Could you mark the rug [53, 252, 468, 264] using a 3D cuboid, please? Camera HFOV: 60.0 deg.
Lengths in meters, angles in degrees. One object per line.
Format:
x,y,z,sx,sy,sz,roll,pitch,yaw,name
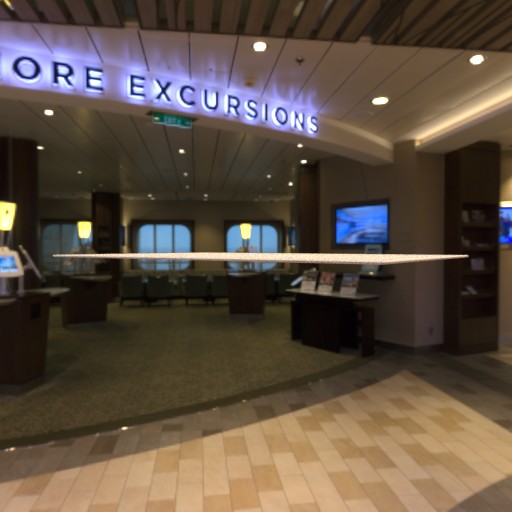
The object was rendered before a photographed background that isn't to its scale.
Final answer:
0.000,0.000,2.334,1.829,0.010,1.219,1,1,36,rug
